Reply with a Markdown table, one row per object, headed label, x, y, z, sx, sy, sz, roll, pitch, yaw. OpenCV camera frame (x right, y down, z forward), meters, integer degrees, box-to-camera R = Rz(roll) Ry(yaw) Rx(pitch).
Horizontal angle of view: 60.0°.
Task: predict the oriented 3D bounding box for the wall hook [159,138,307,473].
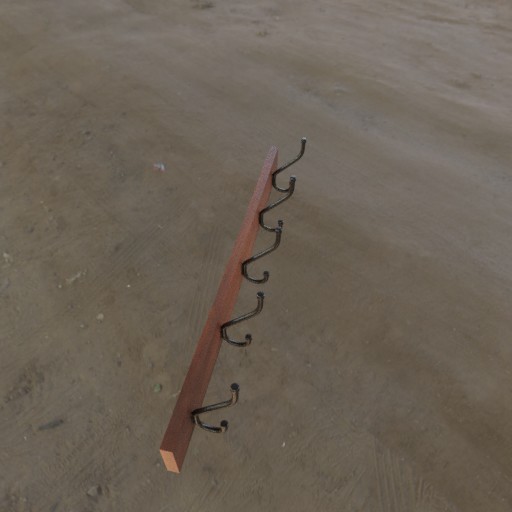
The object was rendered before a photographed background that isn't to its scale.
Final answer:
| label | x | y | z | sx | sy | sz | roll | pitch | yaw |
| --- | --- | --- | --- | --- | --- | --- | --- | --- | --- |
| wall hook | 0.000 | 0.000 | 0.632 | 0.071 | 0.117 | 0.571 | 9 | 46 | 9 |
